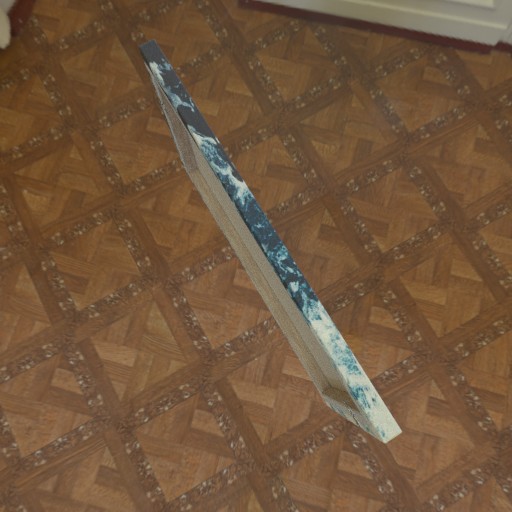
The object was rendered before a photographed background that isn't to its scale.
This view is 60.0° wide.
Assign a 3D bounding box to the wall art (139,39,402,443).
[{"bbox_3d":[0.000,0.000,1.143,0.042,0.610,0.915,-30,79,-7],"label":"wall art"}]
